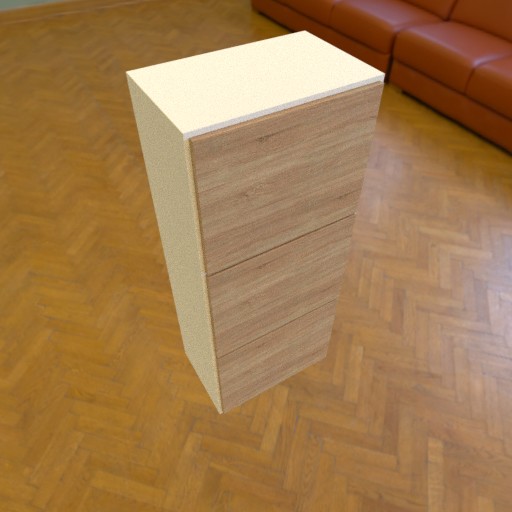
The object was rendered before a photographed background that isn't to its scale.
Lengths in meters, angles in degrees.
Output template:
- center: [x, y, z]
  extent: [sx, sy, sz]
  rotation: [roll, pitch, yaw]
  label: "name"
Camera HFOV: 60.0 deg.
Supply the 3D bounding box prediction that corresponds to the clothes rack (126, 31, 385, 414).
- center: [0.000, 0.000, 1.429]
  extent: [0.500, 1.187, 0.331]
  rotation: [-23, 50, -21]
  label: "clothes rack"
